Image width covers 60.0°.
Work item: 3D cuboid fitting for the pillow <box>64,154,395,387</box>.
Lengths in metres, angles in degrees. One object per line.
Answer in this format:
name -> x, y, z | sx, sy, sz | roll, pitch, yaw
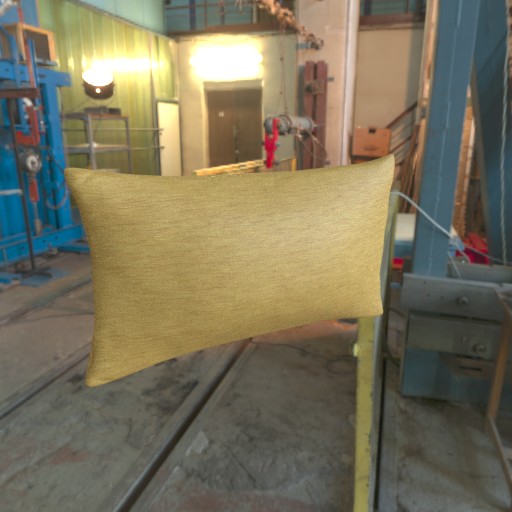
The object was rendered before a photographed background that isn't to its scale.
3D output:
pillow -> 0.000, 0.000, 0.820 | 0.634, 0.354, 0.210 | -8, 18, -27
